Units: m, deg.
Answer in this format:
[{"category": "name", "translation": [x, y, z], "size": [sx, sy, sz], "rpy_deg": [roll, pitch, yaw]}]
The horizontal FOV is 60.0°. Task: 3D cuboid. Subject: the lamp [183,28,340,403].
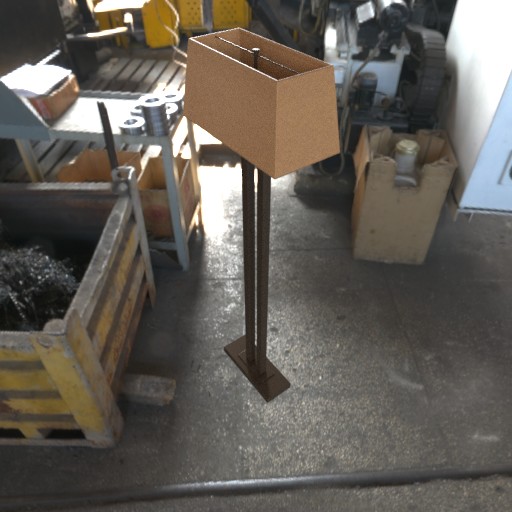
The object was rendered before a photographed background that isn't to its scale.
[{"category": "lamp", "translation": [0.000, 0.000, 1.662], "size": [0.233, 1.469, 0.475], "rpy_deg": [-26, 48, -26]}]
